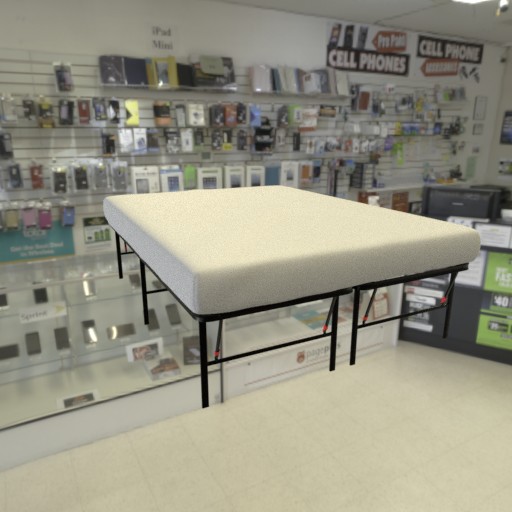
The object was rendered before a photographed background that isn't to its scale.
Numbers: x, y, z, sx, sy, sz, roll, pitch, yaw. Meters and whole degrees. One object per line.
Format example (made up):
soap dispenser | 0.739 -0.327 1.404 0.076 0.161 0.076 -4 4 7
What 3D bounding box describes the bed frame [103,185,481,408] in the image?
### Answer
bed frame | 0.000 0.000 2.879 1.584 0.667 2.151 -8 18 -26
